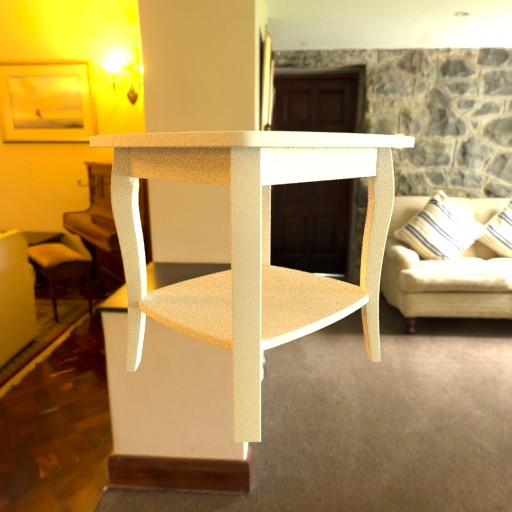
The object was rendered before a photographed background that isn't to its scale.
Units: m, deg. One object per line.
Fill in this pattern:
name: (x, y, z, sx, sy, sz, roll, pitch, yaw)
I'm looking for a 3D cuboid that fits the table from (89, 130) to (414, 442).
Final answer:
table: (0.000, 0.000, 0.841, 0.451, 0.438, 0.502, 13, 19, 43)
